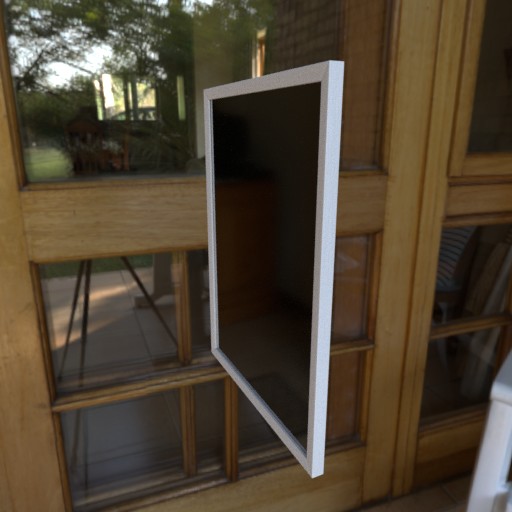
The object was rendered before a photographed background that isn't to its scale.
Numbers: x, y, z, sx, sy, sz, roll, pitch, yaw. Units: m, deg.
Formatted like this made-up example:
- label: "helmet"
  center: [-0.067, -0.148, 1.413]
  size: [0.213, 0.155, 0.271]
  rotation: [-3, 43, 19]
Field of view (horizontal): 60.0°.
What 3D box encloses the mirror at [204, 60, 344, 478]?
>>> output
- label: "mirror"
  center: [0.000, 0.000, 1.365]
  size: [0.040, 1.016, 0.762]
  rotation: [-8, 18, -25]
